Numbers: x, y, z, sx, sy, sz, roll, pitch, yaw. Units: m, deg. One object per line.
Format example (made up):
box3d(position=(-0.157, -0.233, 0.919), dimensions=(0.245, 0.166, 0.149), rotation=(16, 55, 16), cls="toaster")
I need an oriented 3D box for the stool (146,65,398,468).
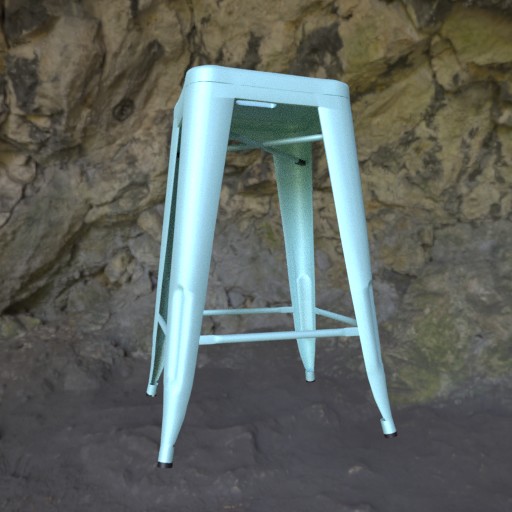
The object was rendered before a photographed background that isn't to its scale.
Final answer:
box3d(position=(0.000, 0.000, 0.853), dimensions=(0.399, 0.609, 0.359), rotation=(0, 0, -17), cls="stool")
